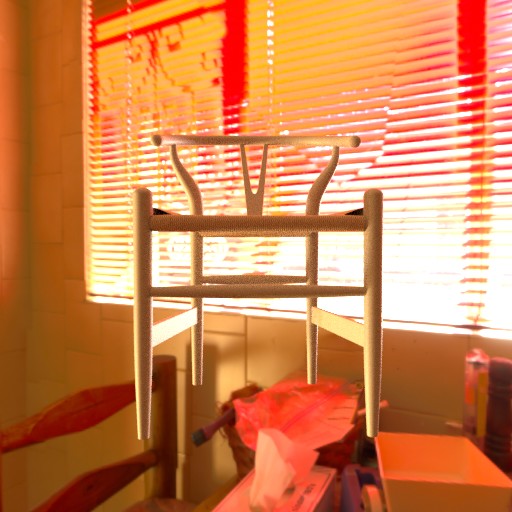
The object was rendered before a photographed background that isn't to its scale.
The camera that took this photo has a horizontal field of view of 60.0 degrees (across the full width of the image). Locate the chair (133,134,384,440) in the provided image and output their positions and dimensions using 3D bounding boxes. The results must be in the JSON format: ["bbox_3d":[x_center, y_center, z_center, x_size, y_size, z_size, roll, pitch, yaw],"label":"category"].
[{"bbox_3d":[0.000,0.000,1.135,0.533,0.736,0.500,0,1,-1],"label":"chair"}]
